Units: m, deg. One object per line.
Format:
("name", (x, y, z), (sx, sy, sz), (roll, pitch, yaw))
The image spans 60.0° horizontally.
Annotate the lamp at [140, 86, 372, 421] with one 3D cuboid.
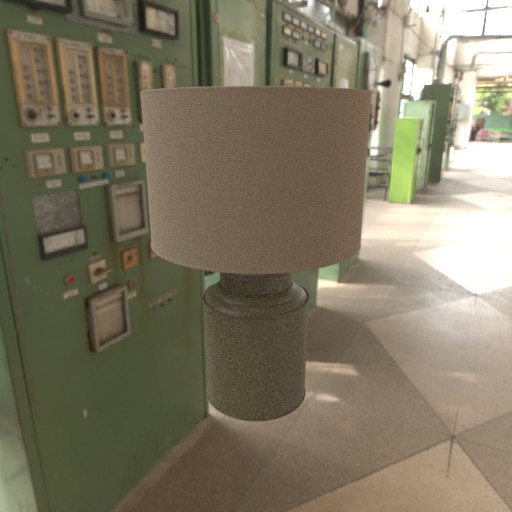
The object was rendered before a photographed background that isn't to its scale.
("lamp", (0.000, 0.000, 0.698), (0.318, 0.486, 0.318), (0, 17, 0))
